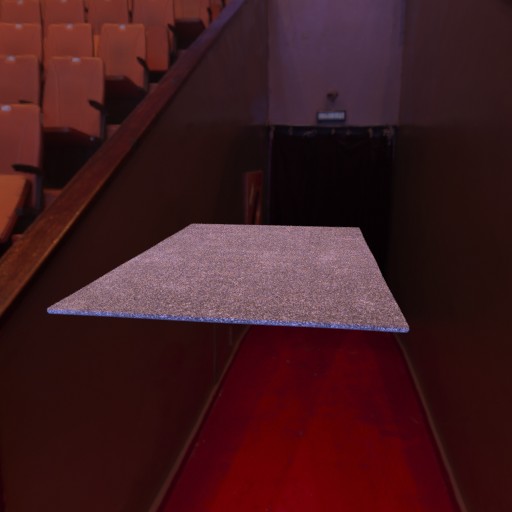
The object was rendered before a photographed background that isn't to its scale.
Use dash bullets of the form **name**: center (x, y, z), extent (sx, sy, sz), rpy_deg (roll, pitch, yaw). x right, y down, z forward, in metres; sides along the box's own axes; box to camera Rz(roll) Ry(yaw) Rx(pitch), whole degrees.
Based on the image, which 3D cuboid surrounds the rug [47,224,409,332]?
- **rug**: center (0.000, 0.000, 3.455), extent (1.802, 0.026, 2.699), rpy_deg (2, 14, 8)
